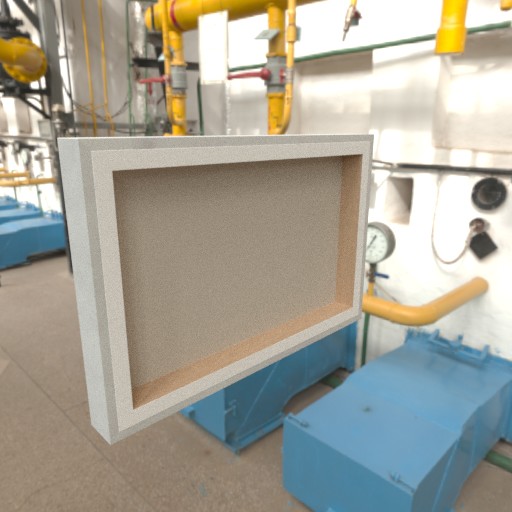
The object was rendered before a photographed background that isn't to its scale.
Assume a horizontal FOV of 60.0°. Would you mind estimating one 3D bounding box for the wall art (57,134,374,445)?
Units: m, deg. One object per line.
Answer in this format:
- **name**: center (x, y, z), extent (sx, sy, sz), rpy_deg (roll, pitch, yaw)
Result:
- **wall art**: center (0.000, 0.000, 0.484), extent (0.381, 0.254, 0.038), rpy_deg (-15, 22, -42)
